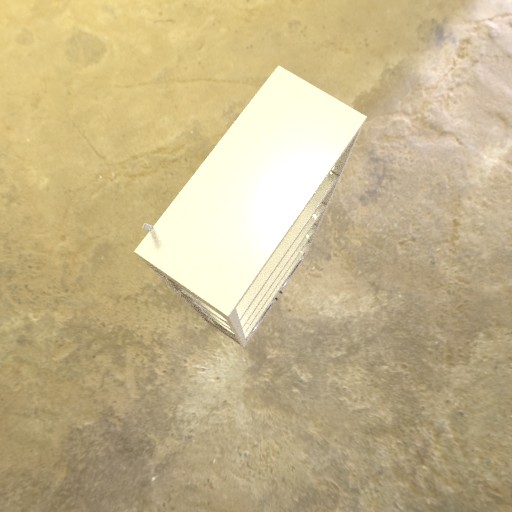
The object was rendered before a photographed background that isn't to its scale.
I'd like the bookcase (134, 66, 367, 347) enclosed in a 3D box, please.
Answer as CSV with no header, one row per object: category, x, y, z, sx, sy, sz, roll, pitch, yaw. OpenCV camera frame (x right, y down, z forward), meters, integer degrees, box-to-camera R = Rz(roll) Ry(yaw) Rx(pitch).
bookcase,0.000,0.000,2.203,0.361,1.869,0.761,33,78,8
